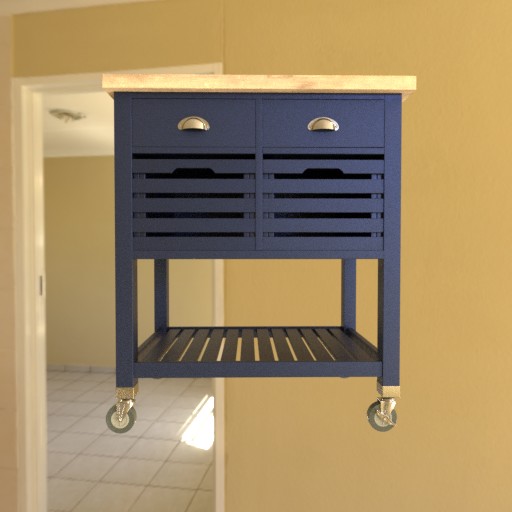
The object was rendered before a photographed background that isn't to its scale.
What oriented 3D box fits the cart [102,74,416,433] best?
[{"bbox_3d":[0.000,0.000,1.402,0.797,0.920,0.567,0,1,-1],"label":"cart"}]
